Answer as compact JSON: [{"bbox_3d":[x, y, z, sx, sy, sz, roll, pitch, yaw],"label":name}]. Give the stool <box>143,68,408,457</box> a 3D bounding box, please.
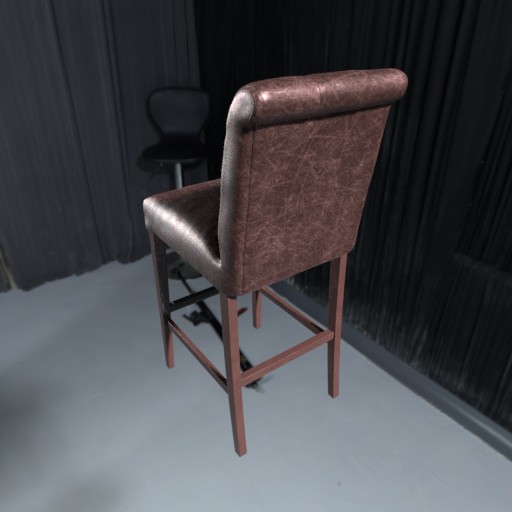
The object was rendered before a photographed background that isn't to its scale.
[{"bbox_3d":[0.000,0.000,1.449,0.483,1.168,0.659,-20,35,-31],"label":"stool"}]
